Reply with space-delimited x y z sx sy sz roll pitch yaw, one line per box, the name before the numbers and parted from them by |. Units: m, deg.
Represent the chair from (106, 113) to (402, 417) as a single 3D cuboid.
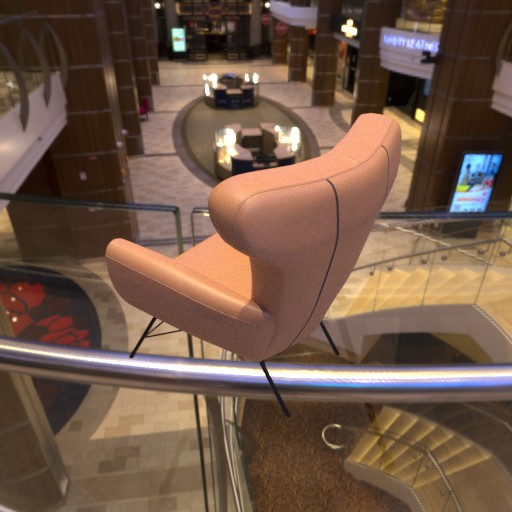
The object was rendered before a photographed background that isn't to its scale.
chair | 0.000 0.000 1.812 0.900 1.050 0.980 21 38 30
